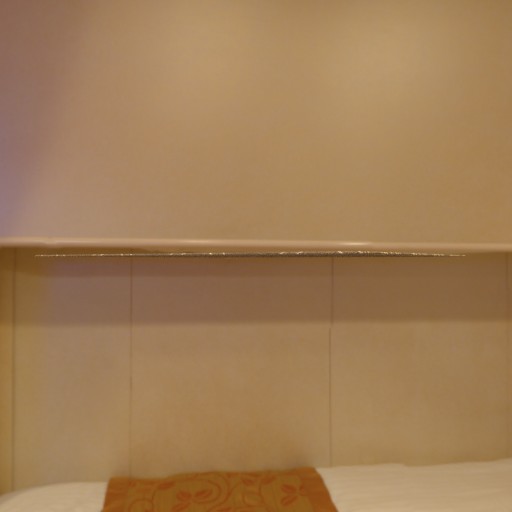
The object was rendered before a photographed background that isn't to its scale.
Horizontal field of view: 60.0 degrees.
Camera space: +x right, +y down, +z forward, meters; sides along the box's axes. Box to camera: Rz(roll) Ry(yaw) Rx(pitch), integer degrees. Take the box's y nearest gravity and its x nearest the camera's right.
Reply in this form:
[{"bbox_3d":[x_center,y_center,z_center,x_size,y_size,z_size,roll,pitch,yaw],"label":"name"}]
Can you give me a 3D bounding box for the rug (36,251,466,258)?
[{"bbox_3d":[0.000,0.000,4.026,3.062,0.012,2.457,0,-1,36],"label":"rug"}]
